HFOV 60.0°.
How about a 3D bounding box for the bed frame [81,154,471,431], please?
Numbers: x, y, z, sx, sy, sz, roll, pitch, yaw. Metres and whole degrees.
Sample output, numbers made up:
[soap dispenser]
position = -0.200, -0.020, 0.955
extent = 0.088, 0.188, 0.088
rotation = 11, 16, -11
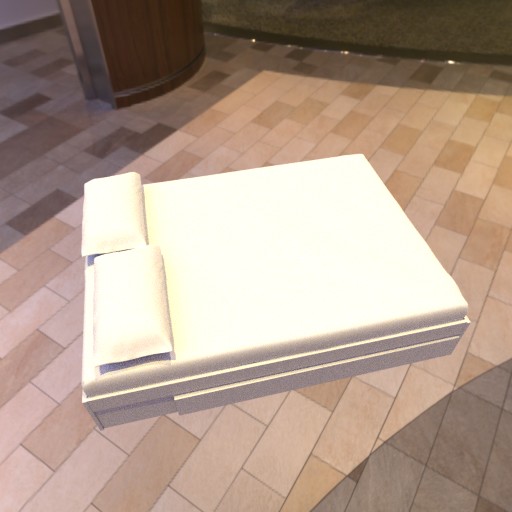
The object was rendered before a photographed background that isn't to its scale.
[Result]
[bed frame]
position = 0.000, 0.000, 2.631
extent = 1.950, 0.629, 1.450
rotation = -10, 48, -9
